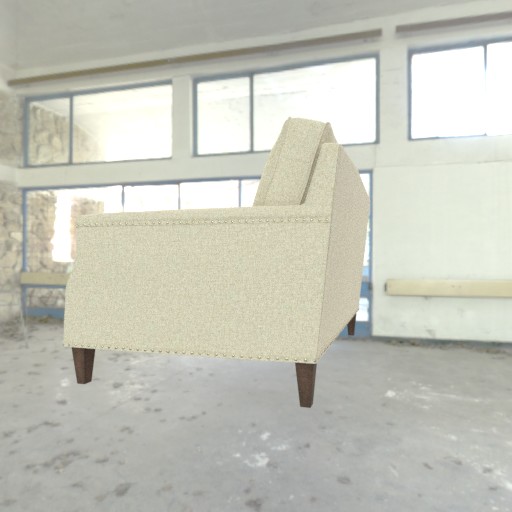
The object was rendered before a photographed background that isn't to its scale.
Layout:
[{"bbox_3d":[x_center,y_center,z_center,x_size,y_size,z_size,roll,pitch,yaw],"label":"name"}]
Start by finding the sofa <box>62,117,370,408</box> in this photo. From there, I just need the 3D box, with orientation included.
[{"bbox_3d":[0.000,0.000,2.287,1.084,1.003,1.597,0,0,18],"label":"sofa"}]
